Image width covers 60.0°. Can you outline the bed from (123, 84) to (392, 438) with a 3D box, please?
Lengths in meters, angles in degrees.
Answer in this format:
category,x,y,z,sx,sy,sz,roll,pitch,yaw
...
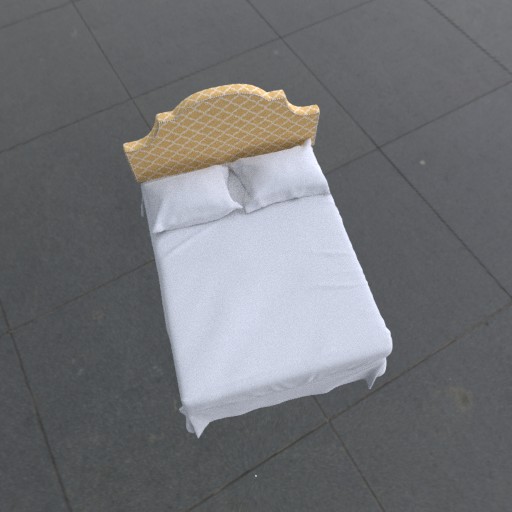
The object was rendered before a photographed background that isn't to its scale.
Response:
category,x,y,z,sx,sy,sz,roll,pitch,yaw
bed,0.000,0.000,3.454,1.780,1.633,2.222,-14,64,-7
